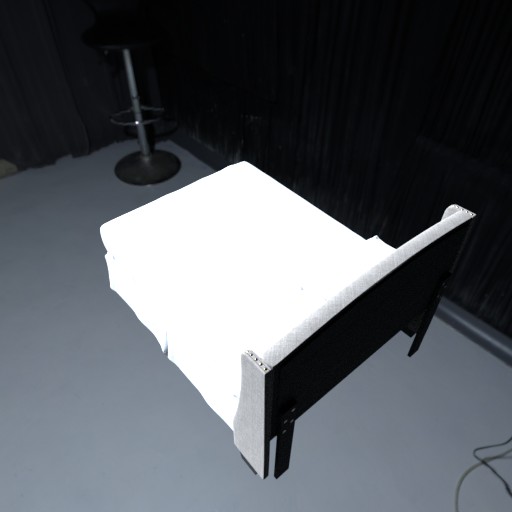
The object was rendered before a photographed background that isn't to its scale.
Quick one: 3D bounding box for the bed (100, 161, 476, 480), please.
[{"bbox_3d":[0.000,0.000,3.338,1.710,1.407,2.237,-30,52,-27],"label":"bed"}]
